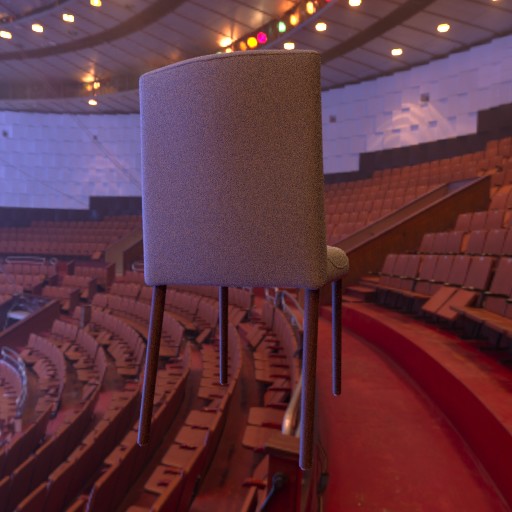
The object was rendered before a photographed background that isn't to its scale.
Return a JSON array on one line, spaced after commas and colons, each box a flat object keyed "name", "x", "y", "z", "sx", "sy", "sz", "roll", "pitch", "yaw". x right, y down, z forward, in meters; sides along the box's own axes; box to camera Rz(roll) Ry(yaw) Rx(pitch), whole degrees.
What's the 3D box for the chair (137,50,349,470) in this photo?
[{"name": "chair", "x": 0.000, "y": 0.000, "z": 1.199, "sx": 0.456, "sy": 0.859, "sz": 0.570, "roll": 0, "pitch": 0, "yaw": 18}]
